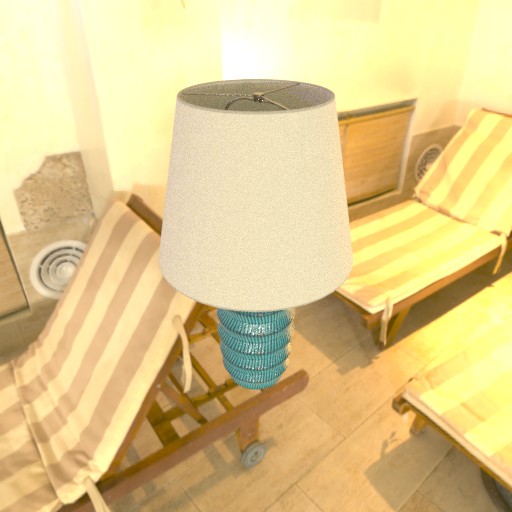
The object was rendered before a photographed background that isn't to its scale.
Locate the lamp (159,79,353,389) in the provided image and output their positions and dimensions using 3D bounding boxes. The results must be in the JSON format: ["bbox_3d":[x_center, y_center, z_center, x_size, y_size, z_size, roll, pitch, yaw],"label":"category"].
[{"bbox_3d":[0.000,0.000,0.826,0.355,0.582,0.355,0,31,0],"label":"lamp"}]
